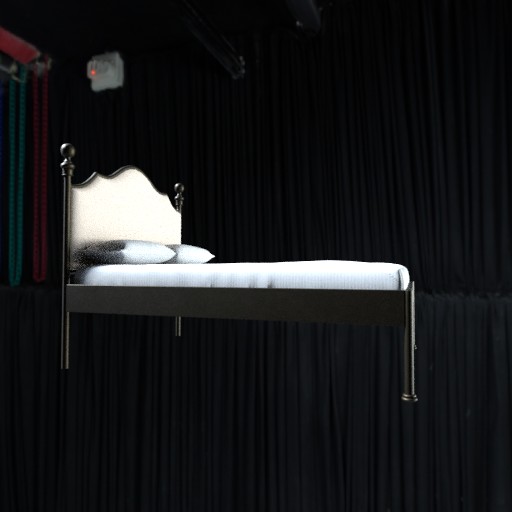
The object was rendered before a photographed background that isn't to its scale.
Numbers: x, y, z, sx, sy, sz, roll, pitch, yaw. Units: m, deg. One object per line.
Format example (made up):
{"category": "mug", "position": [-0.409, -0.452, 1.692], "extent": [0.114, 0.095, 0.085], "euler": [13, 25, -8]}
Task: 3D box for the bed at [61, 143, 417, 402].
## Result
{"category": "bed", "position": [0.000, 0.000, 3.197], "extent": [2.170, 1.462, 1.533], "euler": [-1, -2, 20]}
